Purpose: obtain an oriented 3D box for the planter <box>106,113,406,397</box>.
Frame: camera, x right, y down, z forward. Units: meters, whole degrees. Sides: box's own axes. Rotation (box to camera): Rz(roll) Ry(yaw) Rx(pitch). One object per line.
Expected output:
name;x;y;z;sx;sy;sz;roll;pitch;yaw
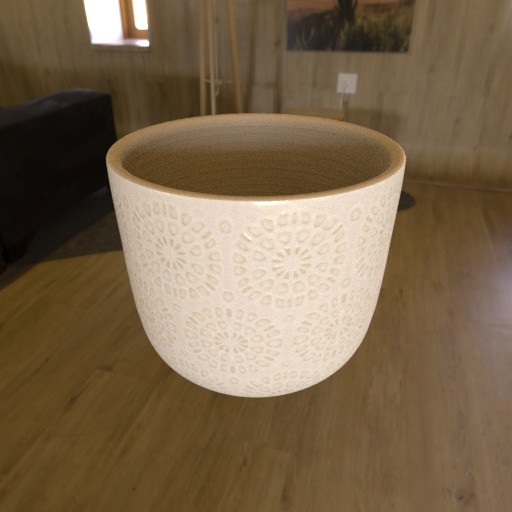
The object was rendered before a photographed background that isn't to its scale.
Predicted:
planter;0.000;0.000;0.298;0.170;0.152;0.170;0;30;0
